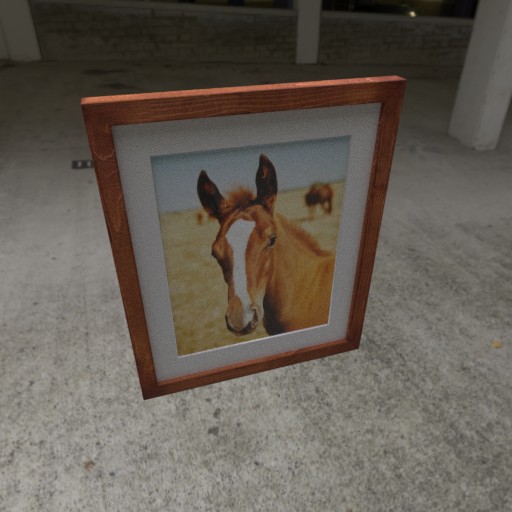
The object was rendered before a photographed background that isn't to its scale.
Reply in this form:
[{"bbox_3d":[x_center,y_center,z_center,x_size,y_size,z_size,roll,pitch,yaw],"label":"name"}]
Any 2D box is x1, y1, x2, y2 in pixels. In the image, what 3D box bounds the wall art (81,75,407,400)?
[{"bbox_3d":[0.000,0.000,0.768,0.462,0.558,0.030,-10,35,-14],"label":"wall art"}]
